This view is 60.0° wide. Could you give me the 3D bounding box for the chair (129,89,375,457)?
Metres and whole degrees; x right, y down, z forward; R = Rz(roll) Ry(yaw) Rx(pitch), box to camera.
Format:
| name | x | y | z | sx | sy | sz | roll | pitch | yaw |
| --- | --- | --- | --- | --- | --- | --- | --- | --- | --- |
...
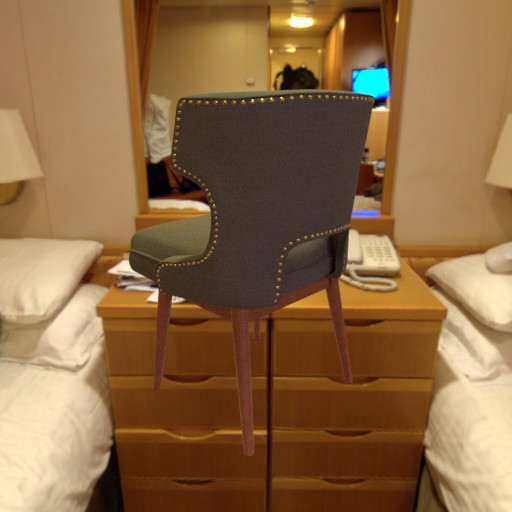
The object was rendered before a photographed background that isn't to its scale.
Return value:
| name | x | y | z | sx | sy | sz | roll | pitch | yaw |
| --- | --- | --- | --- | --- | --- | --- | --- | --- | --- |
| chair | 0.000 | 0.000 | 1.259 | 0.581 | 0.863 | 0.595 | 16 | 24 | 42 |
